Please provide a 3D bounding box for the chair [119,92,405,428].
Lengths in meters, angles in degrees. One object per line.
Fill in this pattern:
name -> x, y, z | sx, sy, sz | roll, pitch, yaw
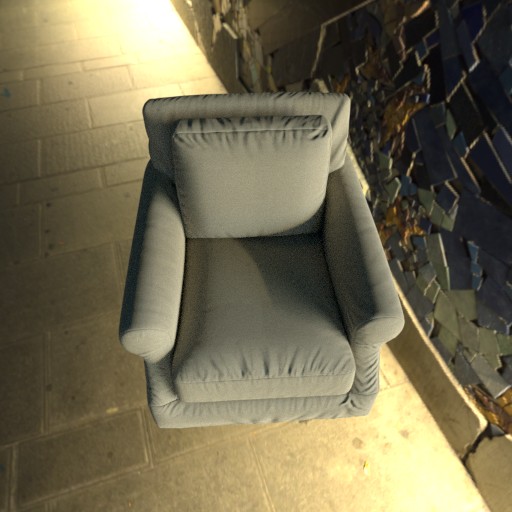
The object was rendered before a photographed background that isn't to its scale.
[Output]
chair -> 0.000, 0.000, 1.738 | 0.940, 0.866, 1.066 | -3, 47, -2
